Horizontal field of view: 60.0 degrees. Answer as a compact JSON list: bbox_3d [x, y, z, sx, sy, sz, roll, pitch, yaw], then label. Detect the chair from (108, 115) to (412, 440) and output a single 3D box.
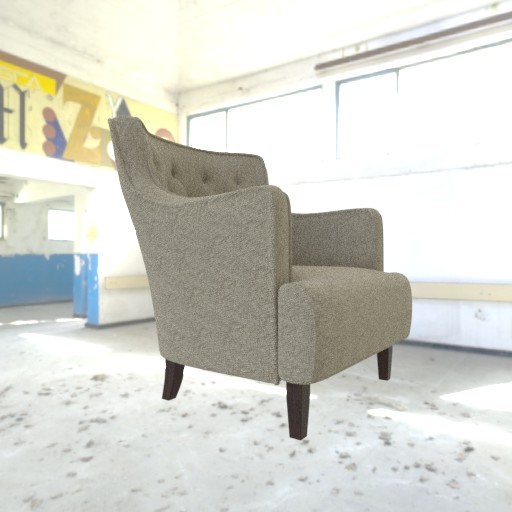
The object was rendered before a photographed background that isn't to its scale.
[{"bbox_3d":[0.000,0.000,1.610,0.910,0.920,0.820,0,0,35],"label":"chair"}]
